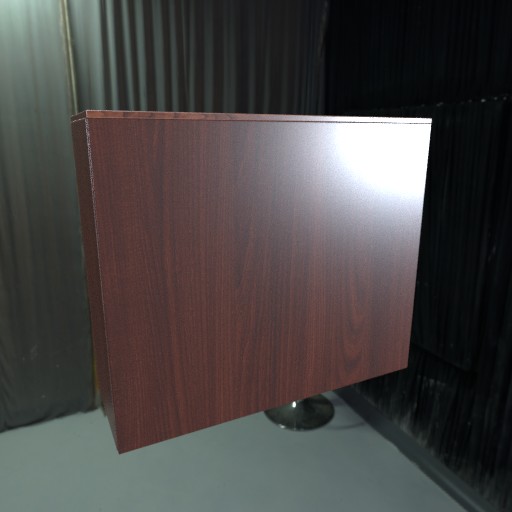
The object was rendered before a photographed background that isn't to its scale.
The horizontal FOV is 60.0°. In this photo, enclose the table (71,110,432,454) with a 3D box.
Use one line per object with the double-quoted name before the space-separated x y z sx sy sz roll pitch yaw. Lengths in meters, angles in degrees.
"table" 0.000 0.000 1.327 0.930 0.790 0.380 -7 17 -26
